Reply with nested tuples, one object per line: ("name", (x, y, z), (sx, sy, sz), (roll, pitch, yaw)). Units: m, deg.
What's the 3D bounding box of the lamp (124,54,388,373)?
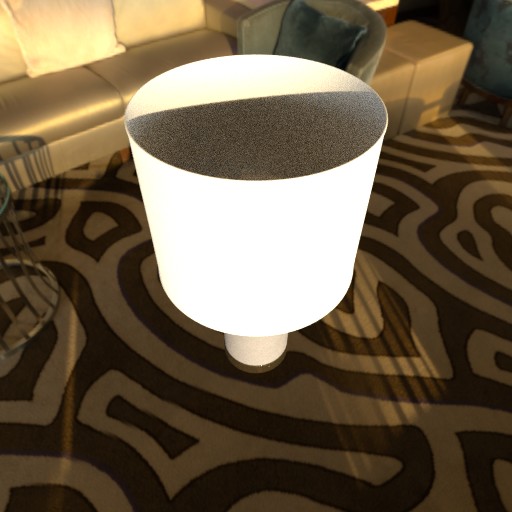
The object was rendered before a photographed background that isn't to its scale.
("lamp", (0.000, 0.000, 0.527), (0.229, 0.380, 0.229), (0, 45, 0))
